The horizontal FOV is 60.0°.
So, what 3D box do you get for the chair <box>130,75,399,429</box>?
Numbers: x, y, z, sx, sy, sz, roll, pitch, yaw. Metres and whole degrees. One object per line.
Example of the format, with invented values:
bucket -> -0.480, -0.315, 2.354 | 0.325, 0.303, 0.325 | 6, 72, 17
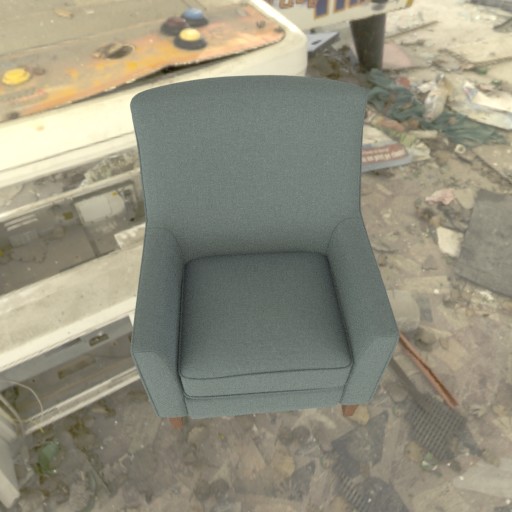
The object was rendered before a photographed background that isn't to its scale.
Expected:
chair -> 0.000, 0.000, 1.544 | 0.756, 0.916, 0.879 | -3, 48, -3
